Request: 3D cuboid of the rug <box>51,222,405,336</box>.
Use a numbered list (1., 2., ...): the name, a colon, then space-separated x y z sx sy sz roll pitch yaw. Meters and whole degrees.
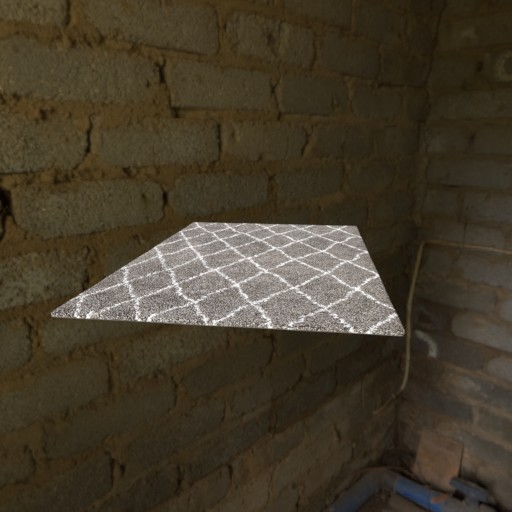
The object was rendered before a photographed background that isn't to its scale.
1. rug: 0.000 0.000 3.485 1.778 0.030 2.743 2 14 8
